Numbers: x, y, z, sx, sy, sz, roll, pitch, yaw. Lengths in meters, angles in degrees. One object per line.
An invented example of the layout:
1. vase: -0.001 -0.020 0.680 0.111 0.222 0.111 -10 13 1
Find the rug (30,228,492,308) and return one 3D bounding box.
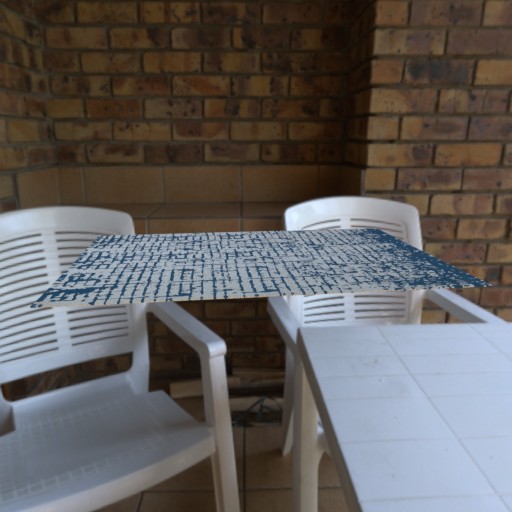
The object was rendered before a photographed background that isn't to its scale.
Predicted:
1. rug: 0.000 0.000 2.316 1.828 0.007 1.220 -2 15 -7
